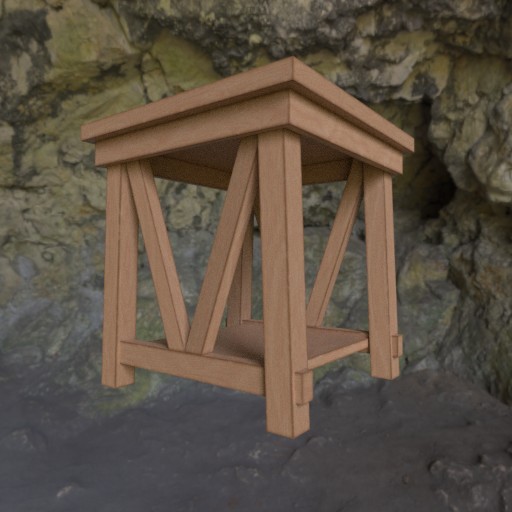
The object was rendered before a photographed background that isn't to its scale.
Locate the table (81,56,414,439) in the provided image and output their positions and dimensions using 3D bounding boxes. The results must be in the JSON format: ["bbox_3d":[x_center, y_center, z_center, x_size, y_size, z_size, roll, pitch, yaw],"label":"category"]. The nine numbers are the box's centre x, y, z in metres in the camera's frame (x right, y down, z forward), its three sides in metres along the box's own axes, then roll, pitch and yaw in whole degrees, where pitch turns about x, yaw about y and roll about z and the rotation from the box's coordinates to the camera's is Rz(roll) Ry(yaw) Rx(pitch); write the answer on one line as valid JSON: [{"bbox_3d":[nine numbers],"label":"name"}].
[{"bbox_3d":[0.000,0.000,1.138,0.612,0.638,0.610,0,-1,37],"label":"table"}]
